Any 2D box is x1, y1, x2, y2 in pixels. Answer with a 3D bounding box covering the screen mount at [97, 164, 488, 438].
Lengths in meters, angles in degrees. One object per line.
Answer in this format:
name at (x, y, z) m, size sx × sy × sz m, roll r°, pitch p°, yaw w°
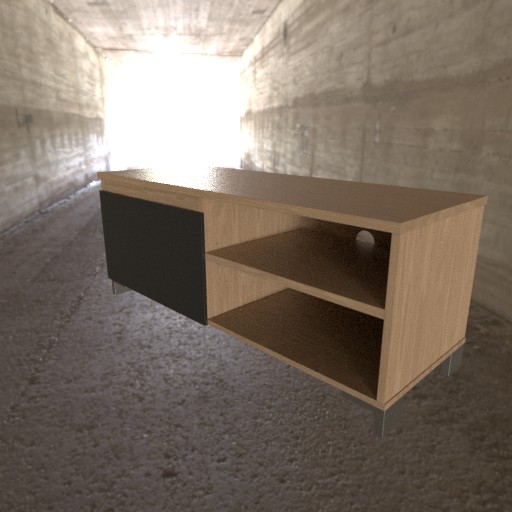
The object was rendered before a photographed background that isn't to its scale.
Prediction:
screen mount at (0.000, 0.000, 1.294) m, size 0.406 × 0.432 × 1.084 m, roll -16°, pitch 23°, yaw -42°
